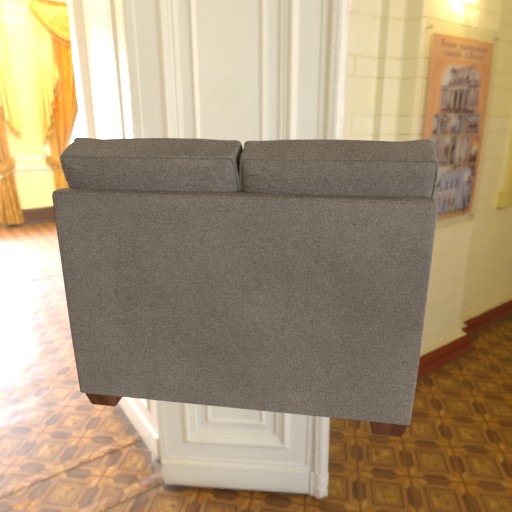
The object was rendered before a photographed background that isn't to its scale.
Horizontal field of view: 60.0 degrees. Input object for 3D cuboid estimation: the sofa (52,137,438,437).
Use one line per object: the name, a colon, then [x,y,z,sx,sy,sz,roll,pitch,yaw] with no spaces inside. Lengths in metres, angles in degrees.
sofa: [0.000,0.000,1.909,1.237,1.008,0.951,3,17,9]
